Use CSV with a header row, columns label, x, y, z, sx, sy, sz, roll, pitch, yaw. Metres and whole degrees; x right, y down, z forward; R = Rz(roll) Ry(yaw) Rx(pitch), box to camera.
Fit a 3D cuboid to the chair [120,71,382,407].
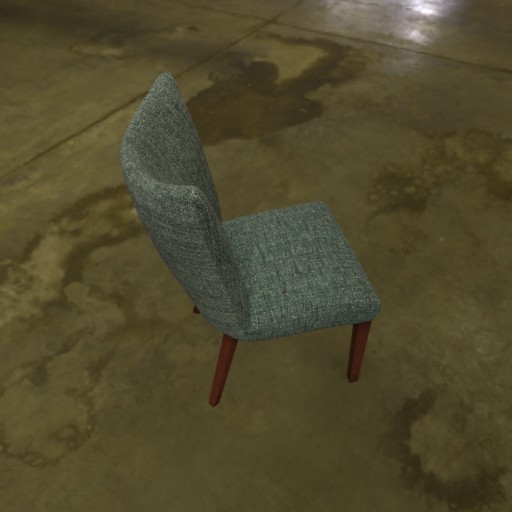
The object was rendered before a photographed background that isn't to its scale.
label,x,y,z,sx,sy,sz,roll,pitch,yaw
chair,0.000,0.000,1.316,0.623,0.924,0.535,-10,47,-9
